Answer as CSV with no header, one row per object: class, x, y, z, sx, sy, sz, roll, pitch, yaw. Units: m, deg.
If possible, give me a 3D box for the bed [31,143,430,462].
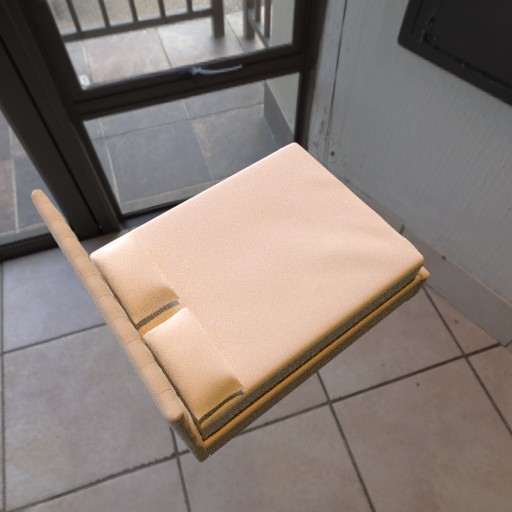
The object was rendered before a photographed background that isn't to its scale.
bed,0.000,0.000,3.290,2.233,1.426,1.696,-32,63,-18
